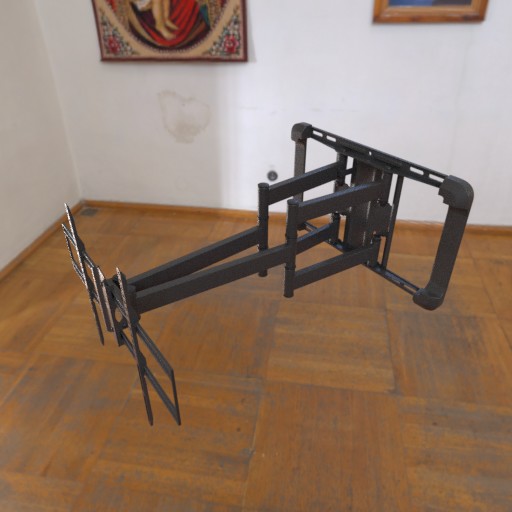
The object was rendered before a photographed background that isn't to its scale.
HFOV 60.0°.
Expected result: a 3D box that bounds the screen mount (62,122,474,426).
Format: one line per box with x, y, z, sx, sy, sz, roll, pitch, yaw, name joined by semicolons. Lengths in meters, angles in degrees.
0.000;0.000;1.311;0.905;0.483;0.725;-21;39;-29;screen mount
